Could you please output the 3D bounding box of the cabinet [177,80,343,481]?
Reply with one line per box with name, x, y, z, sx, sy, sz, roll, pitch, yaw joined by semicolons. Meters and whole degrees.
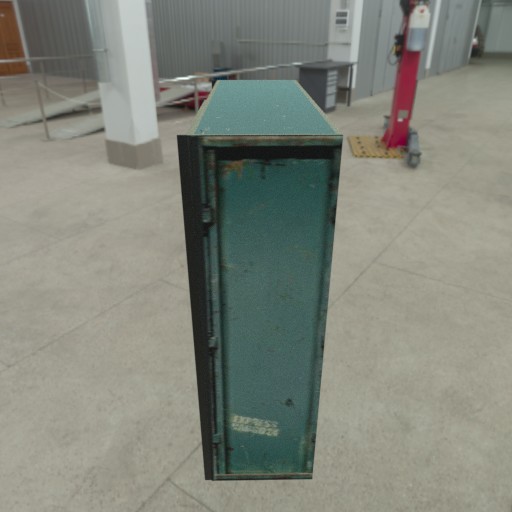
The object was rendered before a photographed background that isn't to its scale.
cabinet;0.000;0.000;3.193;0.680;2.160;2.000;0;28;-1
